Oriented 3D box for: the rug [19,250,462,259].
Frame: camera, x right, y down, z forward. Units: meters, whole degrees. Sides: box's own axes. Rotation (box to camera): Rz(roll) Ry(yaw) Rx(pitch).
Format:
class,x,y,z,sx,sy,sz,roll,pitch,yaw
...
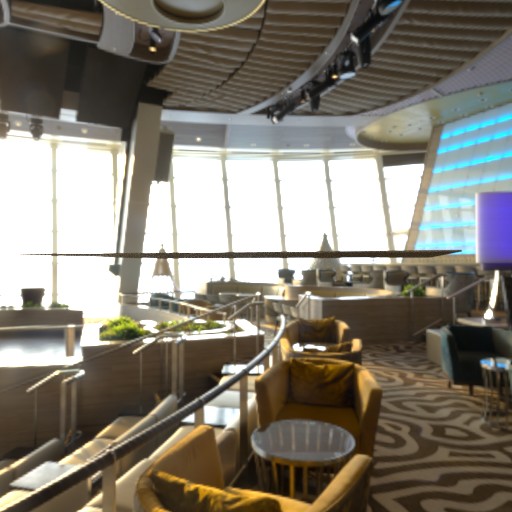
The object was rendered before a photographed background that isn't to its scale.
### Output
class,x,y,z,sx,sy,sz,roll,pitch,yaw
rug,0.000,0.000,4.328,3.353,0.013,2.438,0,-1,17
